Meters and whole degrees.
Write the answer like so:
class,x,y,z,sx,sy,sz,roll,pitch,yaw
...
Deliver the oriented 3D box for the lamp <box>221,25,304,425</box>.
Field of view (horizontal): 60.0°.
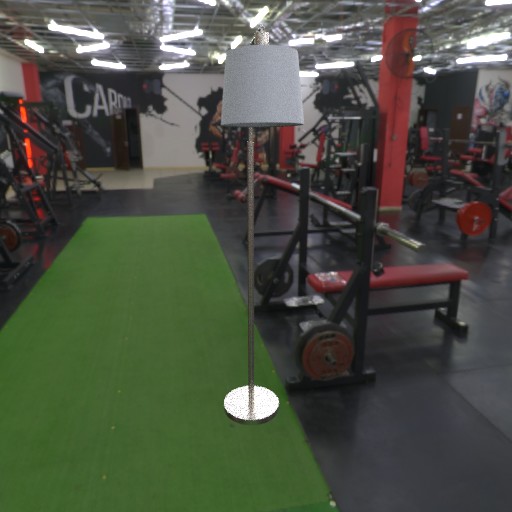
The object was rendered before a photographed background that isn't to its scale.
class,x,y,z,sx,sy,sz,roll,pitch,yaw
lamp,0.000,0.000,1.617,0.254,1.478,0.508,-3,17,-9
